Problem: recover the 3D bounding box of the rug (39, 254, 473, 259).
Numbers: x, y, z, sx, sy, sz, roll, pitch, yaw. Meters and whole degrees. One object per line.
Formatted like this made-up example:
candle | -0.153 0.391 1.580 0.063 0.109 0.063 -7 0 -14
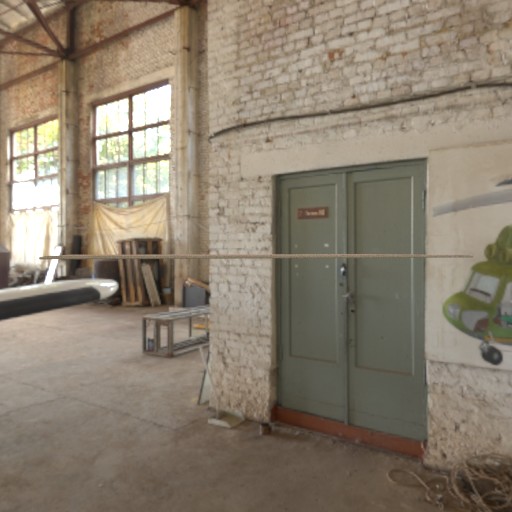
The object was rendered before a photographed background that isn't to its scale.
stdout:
rug | 0.000 0.000 1.462 1.219 0.007 0.604 0 1 -19
